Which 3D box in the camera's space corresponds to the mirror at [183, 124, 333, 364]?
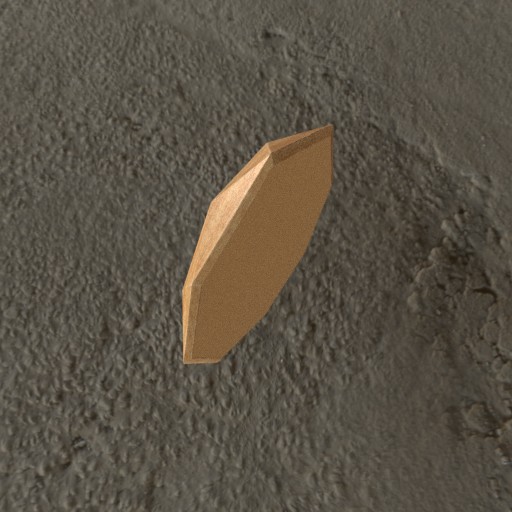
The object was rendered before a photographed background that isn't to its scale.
[{"bbox_3d":[0.000,0.000,1.026,0.070,0.774,0.577,34,69,15],"label":"mirror"}]
